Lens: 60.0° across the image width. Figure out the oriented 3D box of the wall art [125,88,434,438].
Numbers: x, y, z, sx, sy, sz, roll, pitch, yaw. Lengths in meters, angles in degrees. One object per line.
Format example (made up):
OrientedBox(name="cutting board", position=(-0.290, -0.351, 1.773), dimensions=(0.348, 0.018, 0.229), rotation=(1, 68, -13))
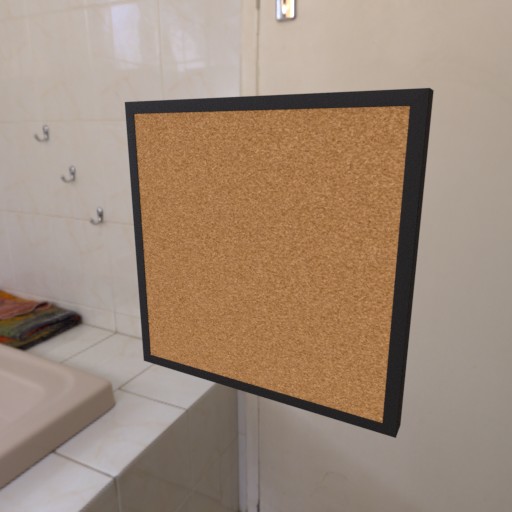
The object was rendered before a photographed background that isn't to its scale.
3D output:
OrientedBox(name="wall art", position=(0.000, 0.000, 0.743), dimensions=(0.506, 0.503, 0.036), rotation=(8, 17, 27))
